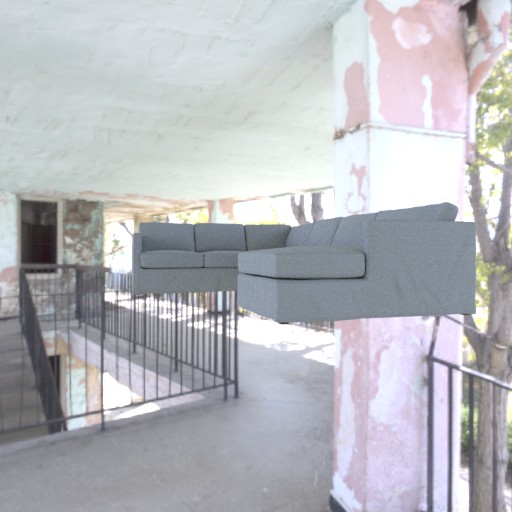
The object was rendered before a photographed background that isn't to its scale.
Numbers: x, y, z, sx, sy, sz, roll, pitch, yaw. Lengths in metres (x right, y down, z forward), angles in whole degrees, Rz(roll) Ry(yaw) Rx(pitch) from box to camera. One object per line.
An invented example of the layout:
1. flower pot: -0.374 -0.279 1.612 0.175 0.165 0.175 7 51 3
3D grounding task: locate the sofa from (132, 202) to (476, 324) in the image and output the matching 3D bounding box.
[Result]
1. sofa: 0.000 0.000 4.583 2.427 0.882 3.460 0 0 -17
